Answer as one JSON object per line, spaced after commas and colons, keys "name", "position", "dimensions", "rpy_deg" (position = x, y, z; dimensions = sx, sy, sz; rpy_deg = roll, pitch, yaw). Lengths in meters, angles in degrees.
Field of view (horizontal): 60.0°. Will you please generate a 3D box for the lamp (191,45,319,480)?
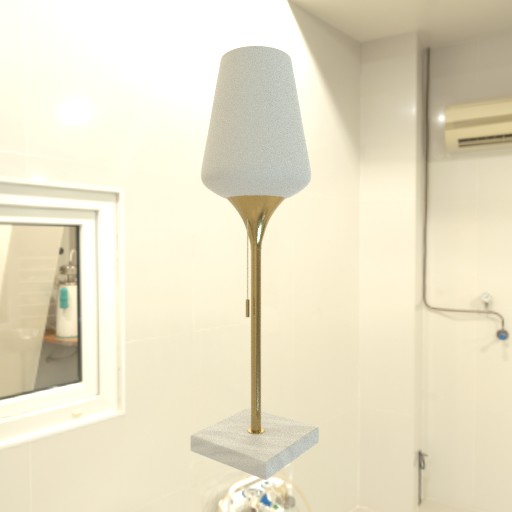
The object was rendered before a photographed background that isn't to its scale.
{"name": "lamp", "position": [0.000, 0.000, 0.734], "dimensions": [0.181, 0.639, 0.181], "rpy_deg": [1, 2, 37]}
